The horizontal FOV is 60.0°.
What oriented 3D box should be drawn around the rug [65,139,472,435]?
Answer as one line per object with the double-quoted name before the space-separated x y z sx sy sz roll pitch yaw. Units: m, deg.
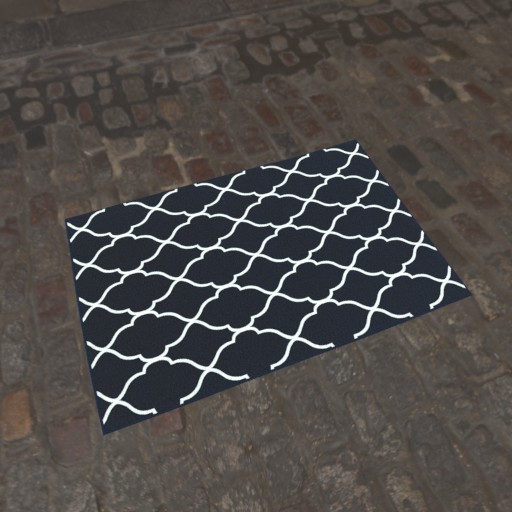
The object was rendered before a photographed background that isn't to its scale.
"rug" 0.000 0.000 2.908 2.294 0.014 1.528 -18 58 -12
